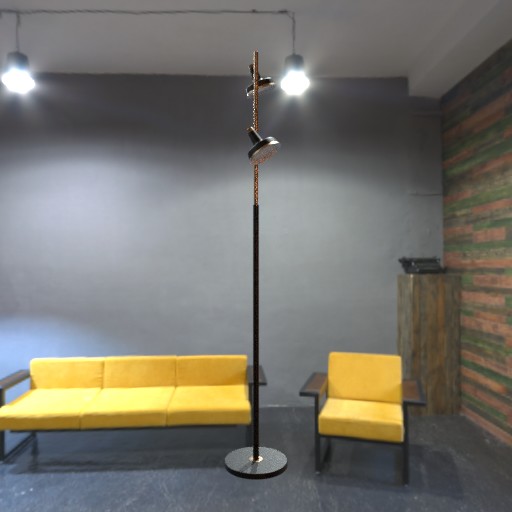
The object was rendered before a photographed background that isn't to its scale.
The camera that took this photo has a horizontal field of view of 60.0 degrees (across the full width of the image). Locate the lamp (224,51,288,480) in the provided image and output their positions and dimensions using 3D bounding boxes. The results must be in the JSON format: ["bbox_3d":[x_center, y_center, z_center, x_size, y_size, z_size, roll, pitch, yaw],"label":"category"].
[{"bbox_3d":[0.000,0.000,1.798,0.253,1.674,0.351,0,-2,0],"label":"lamp"}]
